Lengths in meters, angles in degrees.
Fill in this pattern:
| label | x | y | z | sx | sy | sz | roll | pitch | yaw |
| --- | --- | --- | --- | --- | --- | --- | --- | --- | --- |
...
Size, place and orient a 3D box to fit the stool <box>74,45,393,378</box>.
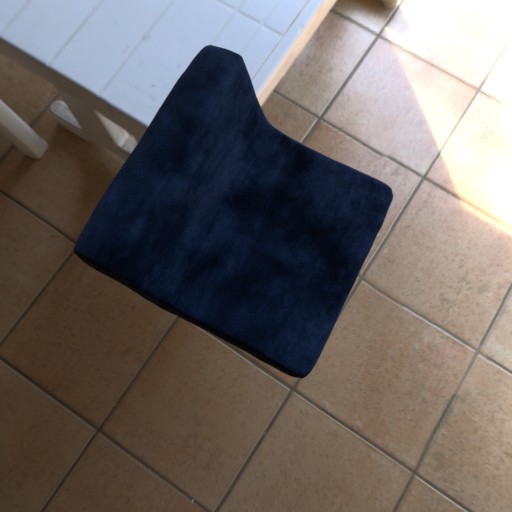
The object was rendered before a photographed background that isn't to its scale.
| label | x | y | z | sx | sy | sz | roll | pitch | yaw |
| --- | --- | --- | --- | --- | --- | --- | --- | --- | --- |
| stool | 0.000 | 0.000 | 1.261 | 0.516 | 0.945 | 0.511 | 27 | 78 | 6 |
